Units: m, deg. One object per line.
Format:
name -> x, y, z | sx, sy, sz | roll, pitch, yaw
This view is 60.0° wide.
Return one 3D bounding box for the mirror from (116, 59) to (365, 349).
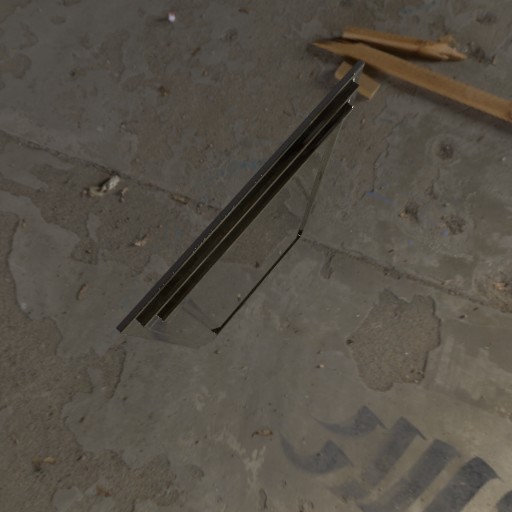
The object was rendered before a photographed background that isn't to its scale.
mirror -> 0.000, 0.000, 1.164 | 0.039, 0.914, 0.613 | 39, 80, 9
